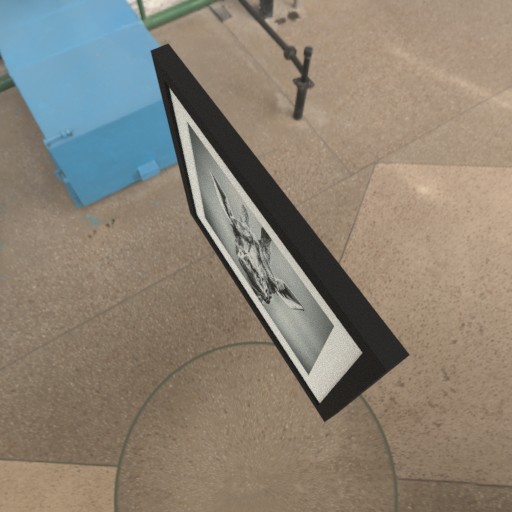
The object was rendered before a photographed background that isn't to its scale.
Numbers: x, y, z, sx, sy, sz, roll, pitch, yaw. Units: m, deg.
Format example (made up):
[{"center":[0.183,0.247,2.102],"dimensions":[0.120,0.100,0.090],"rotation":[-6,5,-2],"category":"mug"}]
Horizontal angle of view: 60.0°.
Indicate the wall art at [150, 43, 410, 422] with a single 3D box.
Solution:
[{"center":[0.000,0.000,0.766],"dimensions":[0.031,0.457,0.558],"rotation":[-29,67,-14],"category":"wall art"}]
